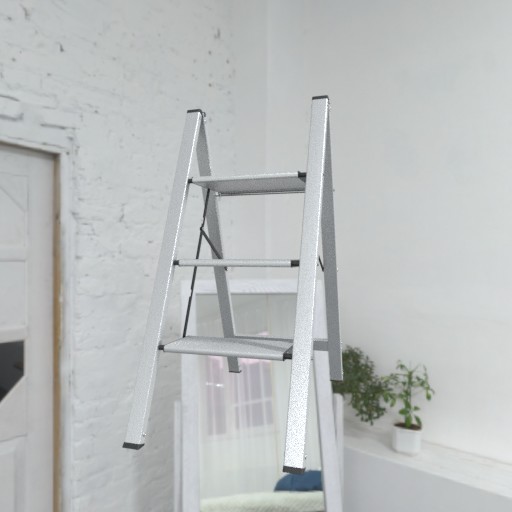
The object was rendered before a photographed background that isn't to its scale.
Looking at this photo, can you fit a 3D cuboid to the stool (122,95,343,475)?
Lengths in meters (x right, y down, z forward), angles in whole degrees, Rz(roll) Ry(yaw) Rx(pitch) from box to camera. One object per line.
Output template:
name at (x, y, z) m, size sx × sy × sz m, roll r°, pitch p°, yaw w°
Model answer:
stool at (0.000, 0.000, 1.327) m, size 0.441 × 0.902 × 0.730 m, roll 0°, pitch 0°, yaw 18°
